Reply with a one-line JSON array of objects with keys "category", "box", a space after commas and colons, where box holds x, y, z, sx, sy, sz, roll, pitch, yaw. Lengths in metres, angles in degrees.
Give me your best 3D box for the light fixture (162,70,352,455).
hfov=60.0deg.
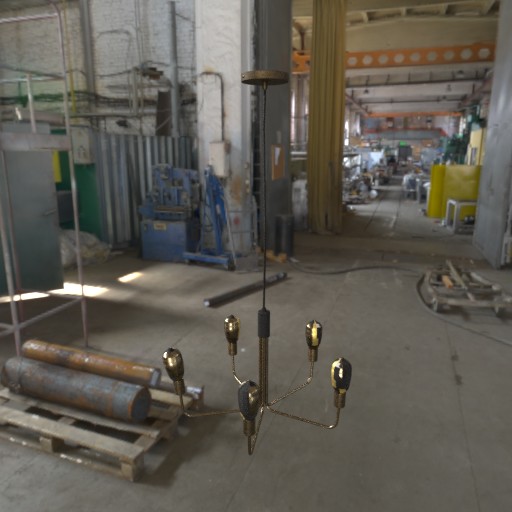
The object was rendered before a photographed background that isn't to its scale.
[{"category": "light fixture", "box": [0.000, 0.000, 1.386, 0.588, 1.059, 0.532, -6, 15, -25]}]
